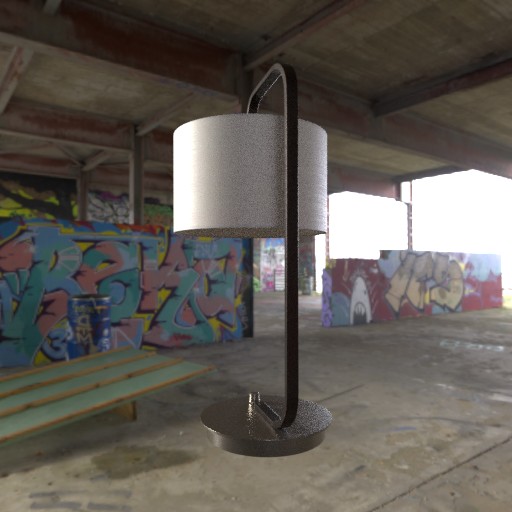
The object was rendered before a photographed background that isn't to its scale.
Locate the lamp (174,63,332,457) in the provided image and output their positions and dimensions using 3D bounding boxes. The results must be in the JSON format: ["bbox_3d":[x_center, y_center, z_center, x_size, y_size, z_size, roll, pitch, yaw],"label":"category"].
[{"bbox_3d":[0.000,0.000,0.642,0.230,0.473,0.288,0,-1,-17],"label":"lamp"}]
